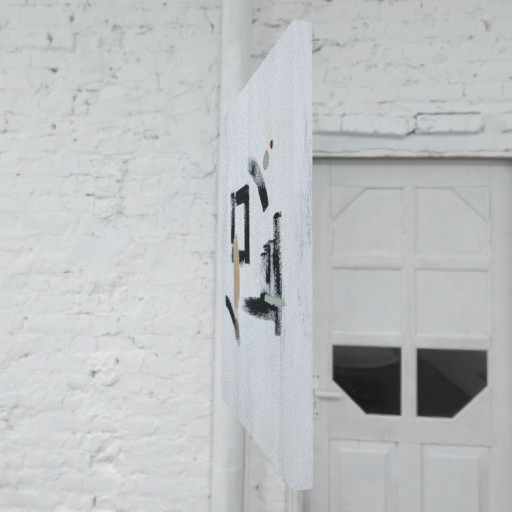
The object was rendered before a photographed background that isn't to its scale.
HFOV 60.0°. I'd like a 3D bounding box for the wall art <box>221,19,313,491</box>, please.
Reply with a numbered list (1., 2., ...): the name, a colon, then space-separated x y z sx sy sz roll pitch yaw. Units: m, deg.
1. wall art: 0.000 0.000 1.160 0.043 0.914 0.624 0 -1 -17
